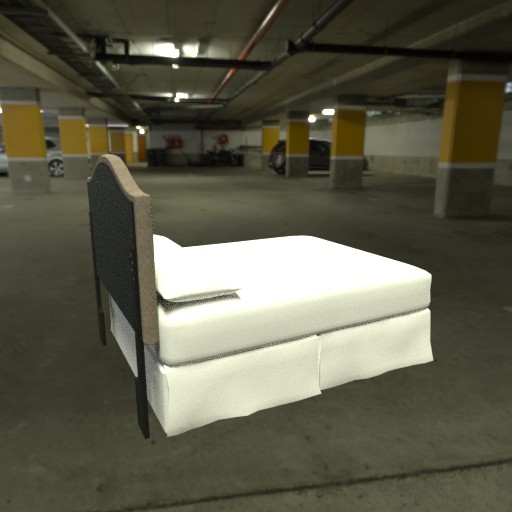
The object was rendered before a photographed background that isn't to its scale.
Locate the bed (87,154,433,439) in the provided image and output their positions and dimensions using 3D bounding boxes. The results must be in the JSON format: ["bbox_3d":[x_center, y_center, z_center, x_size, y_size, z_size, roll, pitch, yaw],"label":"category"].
[{"bbox_3d":[0.000,0.000,3.371,2.153,1.518,1.713,-7,15,-27],"label":"bed"}]
